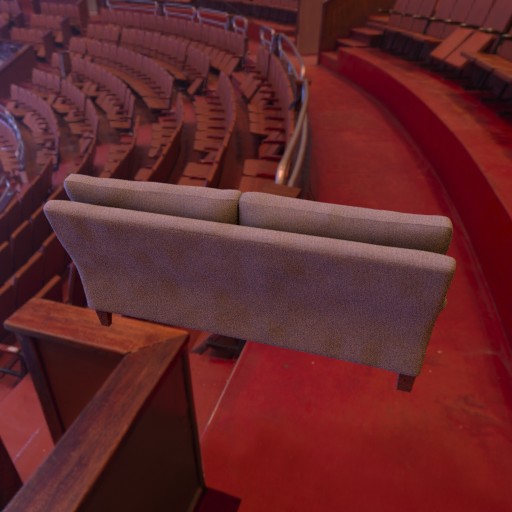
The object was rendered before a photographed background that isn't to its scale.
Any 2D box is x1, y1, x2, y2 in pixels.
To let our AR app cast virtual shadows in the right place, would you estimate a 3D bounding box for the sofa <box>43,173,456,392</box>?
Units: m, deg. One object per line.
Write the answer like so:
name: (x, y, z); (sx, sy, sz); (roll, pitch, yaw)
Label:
sofa: (0.000, 0.000, 2.809); (2.193, 1.096, 1.069); (9, 32, 14)
